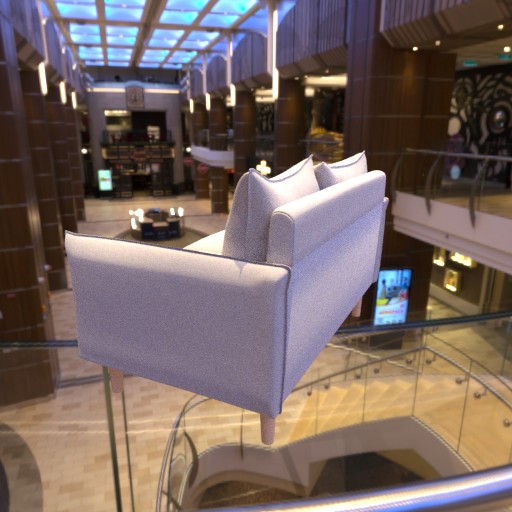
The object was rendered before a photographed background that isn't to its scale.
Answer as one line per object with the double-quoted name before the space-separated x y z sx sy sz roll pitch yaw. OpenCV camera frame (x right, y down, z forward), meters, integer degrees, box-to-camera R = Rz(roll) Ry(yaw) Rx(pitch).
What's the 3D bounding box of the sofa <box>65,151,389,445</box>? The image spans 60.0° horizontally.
"sofa" 0.000 0.000 1.850 0.820 0.840 1.300 8 18 26
